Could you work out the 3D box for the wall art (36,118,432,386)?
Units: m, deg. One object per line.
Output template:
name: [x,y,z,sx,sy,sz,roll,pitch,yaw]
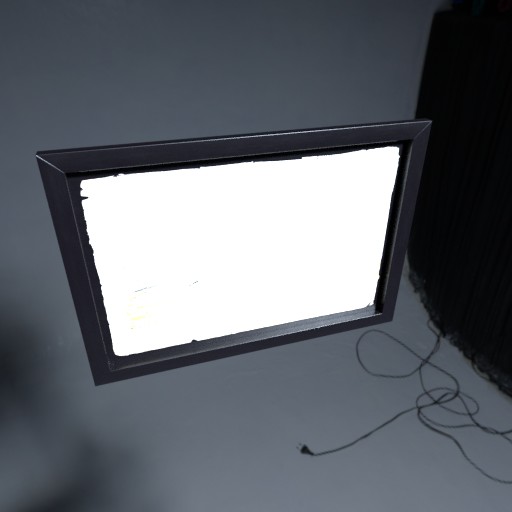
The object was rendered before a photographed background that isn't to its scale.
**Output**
wall art: [0.000,0.000,0.558,0.440,0.306,0.013,-9,32,-15]
